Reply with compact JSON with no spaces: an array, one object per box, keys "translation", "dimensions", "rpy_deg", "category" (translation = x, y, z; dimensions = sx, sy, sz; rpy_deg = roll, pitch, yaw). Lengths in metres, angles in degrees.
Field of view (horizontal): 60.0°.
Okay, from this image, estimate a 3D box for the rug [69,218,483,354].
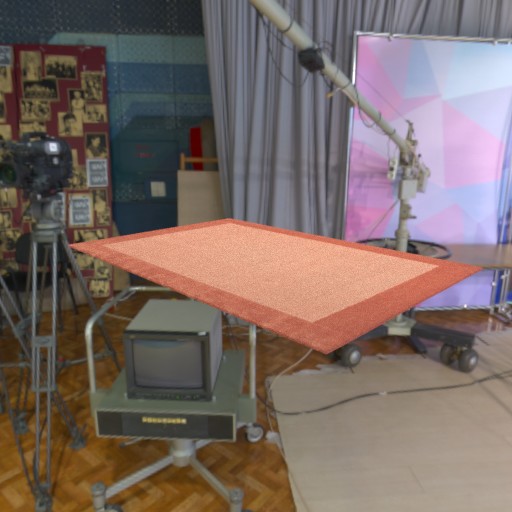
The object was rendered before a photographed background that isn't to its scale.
[{"translation":[0.000,0.000,2.319],"dimensions":[1.219,0.014,1.829],"rpy_deg":[-14,21,-42],"category":"rug"}]
